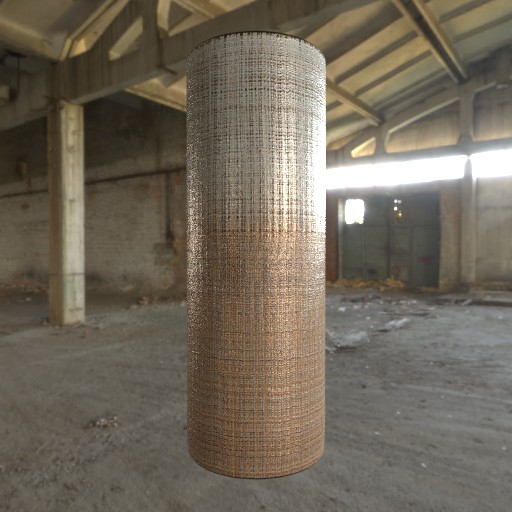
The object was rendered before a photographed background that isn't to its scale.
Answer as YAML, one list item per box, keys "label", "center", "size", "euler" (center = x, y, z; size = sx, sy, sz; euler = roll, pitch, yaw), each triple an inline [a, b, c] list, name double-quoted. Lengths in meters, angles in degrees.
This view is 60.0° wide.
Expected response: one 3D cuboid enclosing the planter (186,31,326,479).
- label: "planter"
  center: [0.000, 0.000, 0.321]
  size: [0.099, 0.278, 0.099]
  euler: [0, 1, 36]
